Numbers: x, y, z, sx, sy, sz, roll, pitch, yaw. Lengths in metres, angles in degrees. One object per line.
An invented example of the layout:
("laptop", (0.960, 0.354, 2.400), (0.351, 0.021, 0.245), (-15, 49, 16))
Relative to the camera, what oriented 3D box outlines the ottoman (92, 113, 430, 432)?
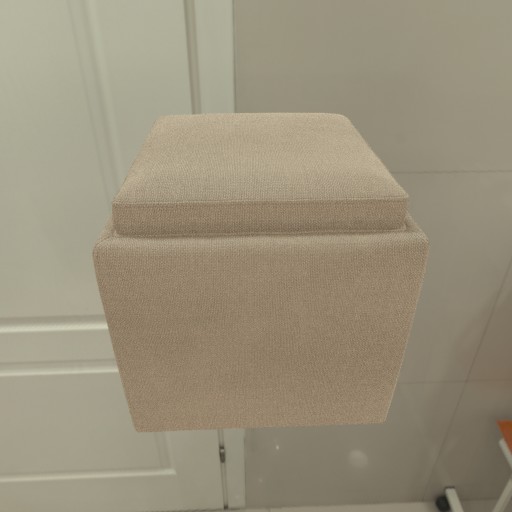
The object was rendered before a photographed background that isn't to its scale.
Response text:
("ottoman", (0.000, 0.000, 0.827), (0.451, 0.460, 0.450), (-1, 33, -2))
